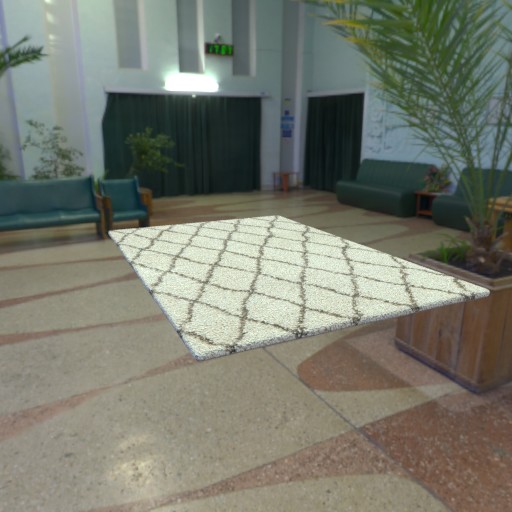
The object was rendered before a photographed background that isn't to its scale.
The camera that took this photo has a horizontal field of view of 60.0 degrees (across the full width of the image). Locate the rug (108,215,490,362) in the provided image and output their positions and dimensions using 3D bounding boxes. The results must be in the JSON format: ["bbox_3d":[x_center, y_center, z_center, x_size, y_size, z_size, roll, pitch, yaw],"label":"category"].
[{"bbox_3d":[0.000,0.000,2.274,1.219,0.030,1.778,-7,17,-24],"label":"rug"}]
